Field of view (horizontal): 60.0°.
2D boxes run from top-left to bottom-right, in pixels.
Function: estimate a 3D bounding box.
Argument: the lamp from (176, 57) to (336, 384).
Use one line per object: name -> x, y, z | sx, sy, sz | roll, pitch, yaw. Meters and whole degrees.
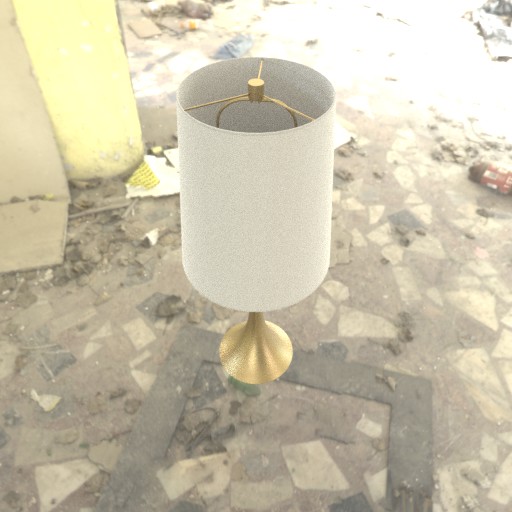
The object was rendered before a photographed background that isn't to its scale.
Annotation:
lamp -> 0.000, 0.000, 0.703 | 0.231, 0.569, 0.231 | 0, 47, 0
